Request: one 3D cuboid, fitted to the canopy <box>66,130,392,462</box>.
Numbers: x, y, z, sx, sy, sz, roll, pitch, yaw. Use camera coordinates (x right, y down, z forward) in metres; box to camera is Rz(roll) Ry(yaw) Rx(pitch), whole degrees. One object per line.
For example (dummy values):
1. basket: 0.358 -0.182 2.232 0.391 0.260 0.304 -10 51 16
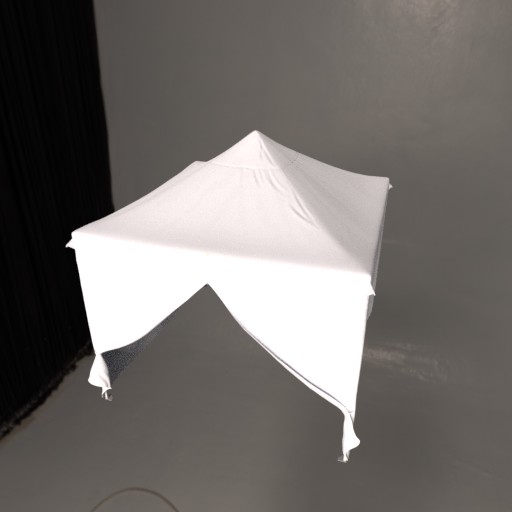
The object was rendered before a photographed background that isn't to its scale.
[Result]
1. canopy: 0.000 0.000 5.450 3.043 2.997 3.121 8 28 16
